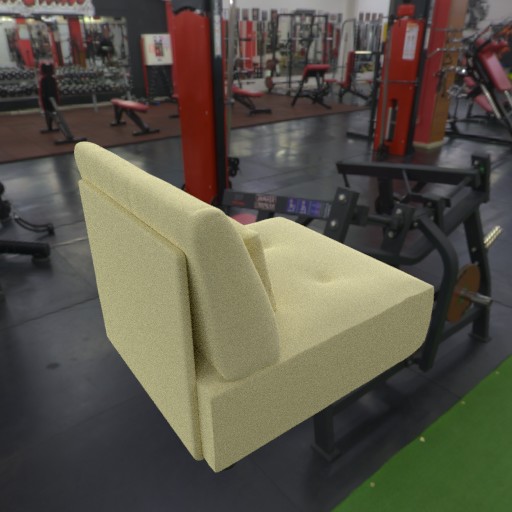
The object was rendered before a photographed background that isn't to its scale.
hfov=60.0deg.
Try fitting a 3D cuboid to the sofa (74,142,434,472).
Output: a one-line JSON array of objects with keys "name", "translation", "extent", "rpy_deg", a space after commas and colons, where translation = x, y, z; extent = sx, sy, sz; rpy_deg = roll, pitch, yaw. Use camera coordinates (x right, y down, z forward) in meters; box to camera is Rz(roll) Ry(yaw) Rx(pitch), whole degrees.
[{"name": "sofa", "translation": [0.000, 0.000, 1.675], "extent": [1.000, 0.820, 0.930], "rpy_deg": [-18, 31, -32]}]
